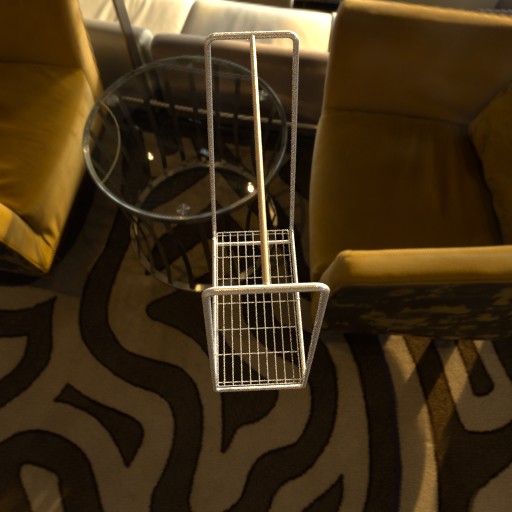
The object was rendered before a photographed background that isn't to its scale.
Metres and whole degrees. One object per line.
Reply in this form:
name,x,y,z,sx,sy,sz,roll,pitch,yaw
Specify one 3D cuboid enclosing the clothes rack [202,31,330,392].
clothes rack,0.000,0.000,1.915,0.495,1.500,0.900,-2,65,-1
